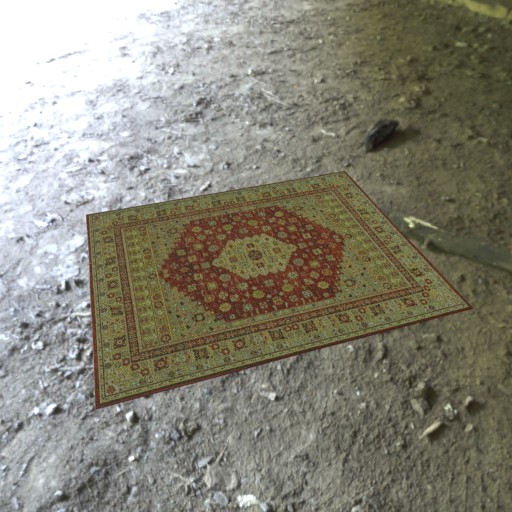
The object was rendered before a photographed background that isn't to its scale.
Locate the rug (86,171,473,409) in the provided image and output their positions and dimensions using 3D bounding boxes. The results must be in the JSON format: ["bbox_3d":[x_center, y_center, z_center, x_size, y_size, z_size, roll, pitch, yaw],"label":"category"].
[{"bbox_3d":[0.000,0.000,4.215,3.053,0.013,2.387,-12,42,-13],"label":"rug"}]
